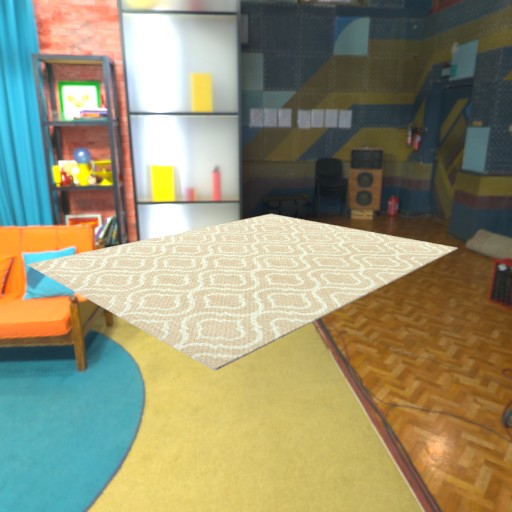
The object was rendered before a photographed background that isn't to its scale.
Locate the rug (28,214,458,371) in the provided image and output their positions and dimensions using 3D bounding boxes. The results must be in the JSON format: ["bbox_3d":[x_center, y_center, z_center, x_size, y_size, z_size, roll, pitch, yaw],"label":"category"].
[{"bbox_3d":[0.000,0.000,3.778,2.286,0.013,2.894,15,22,42],"label":"rug"}]
